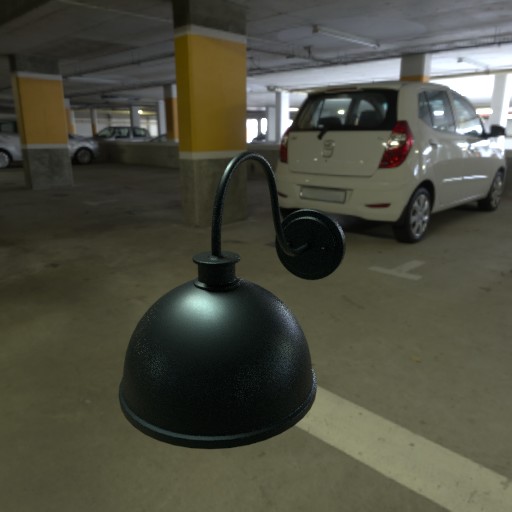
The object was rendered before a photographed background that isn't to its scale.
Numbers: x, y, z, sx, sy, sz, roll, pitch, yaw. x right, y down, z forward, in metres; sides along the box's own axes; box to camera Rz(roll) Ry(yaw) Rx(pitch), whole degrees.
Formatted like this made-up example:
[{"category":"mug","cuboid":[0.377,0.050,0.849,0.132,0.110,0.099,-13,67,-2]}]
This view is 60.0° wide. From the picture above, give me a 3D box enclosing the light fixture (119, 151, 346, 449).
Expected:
[{"category":"light fixture","cuboid":[0.000,0.000,0.635,0.253,0.295,0.467,8,17,26]}]
